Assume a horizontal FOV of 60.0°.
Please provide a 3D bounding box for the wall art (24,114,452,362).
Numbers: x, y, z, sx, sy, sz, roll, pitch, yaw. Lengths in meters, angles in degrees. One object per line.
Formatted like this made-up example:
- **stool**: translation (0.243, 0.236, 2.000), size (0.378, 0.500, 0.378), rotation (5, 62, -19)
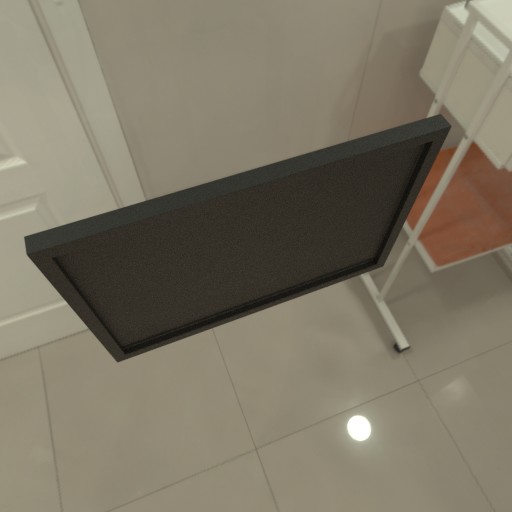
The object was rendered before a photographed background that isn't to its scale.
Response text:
- **wall art**: translation (0.000, 0.000, 0.567), size (0.443, 0.301, 0.021), rotation (-19, 60, -11)
